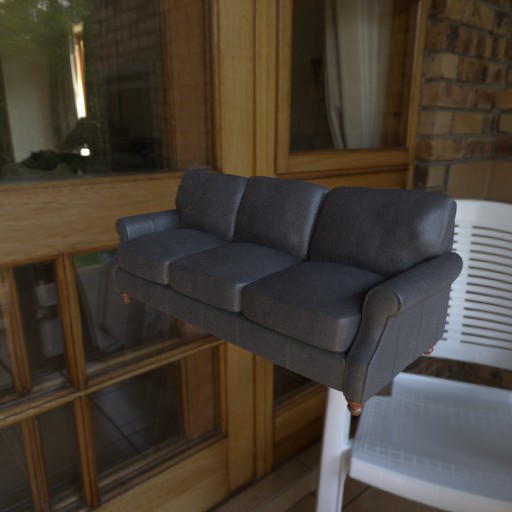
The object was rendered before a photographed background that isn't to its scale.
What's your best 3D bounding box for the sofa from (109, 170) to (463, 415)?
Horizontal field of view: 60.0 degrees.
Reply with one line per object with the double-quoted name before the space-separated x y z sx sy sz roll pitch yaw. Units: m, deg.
"sofa" 0.000 0.000 2.918 2.387 0.977 0.974 15 21 42
